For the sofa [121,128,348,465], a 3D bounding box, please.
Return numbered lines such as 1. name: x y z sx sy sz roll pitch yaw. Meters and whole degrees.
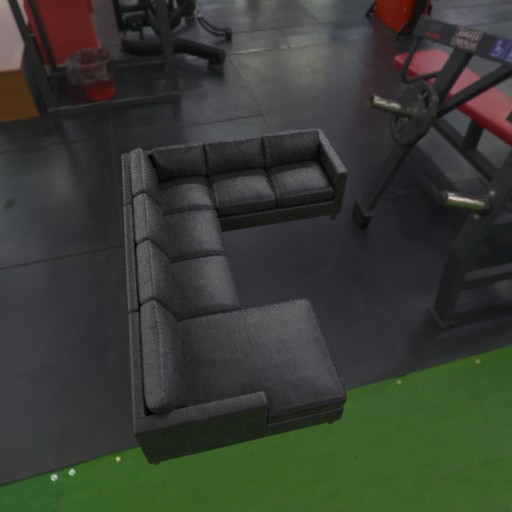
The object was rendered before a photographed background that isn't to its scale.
1. sofa: 0.000 0.000 4.443 2.452 0.891 3.324 -10 48 -9
